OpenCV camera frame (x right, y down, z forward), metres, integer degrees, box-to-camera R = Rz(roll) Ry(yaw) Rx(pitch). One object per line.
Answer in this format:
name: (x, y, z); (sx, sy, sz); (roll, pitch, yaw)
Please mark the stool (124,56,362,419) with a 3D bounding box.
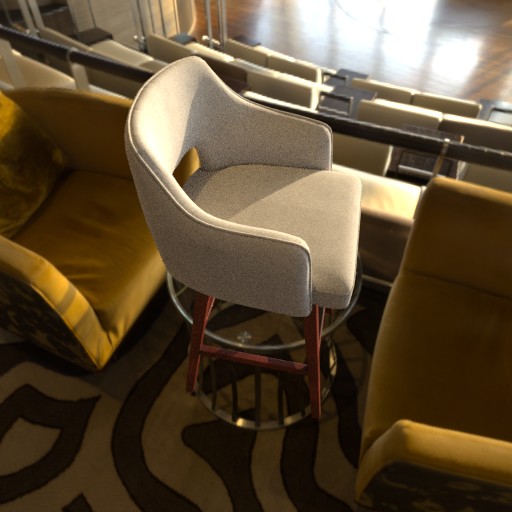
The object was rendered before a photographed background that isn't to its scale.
stool: (0.000, 0.000, 1.335); (0.558, 1.012, 0.548); (9, 48, 8)
